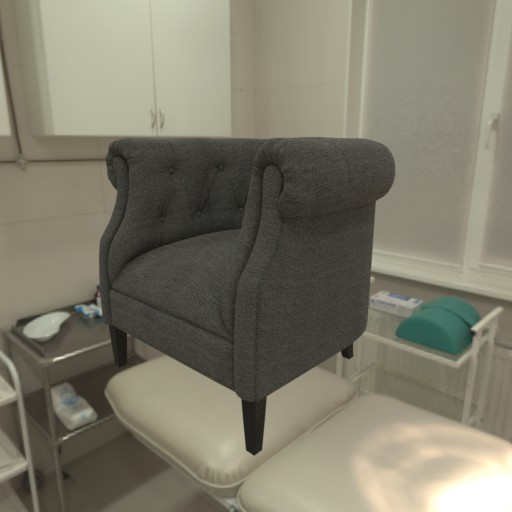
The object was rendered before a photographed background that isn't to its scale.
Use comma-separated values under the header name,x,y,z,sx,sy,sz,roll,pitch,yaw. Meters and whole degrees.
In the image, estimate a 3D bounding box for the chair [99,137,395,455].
name,x,y,z,sx,sy,sz,roll,pitch,yaw
chair,0.000,0.000,1.592,0.905,0.827,0.852,14,20,42
